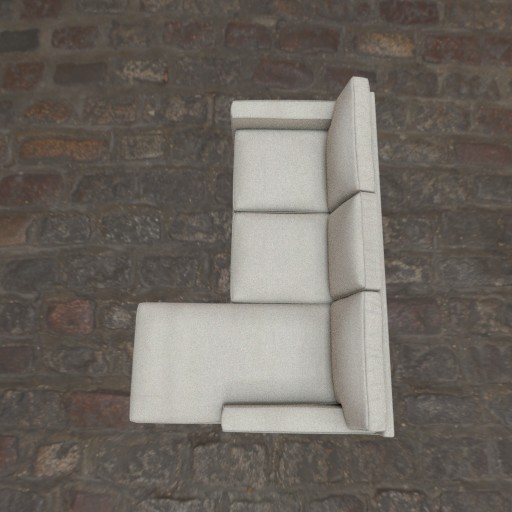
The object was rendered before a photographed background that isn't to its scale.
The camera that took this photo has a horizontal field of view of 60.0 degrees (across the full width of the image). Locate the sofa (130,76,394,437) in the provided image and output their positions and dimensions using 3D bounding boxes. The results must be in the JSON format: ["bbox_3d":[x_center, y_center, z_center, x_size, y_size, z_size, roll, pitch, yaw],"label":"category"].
[{"bbox_3d":[0.000,0.000,2.826,1.496,0.861,2.087,1,76,0],"label":"sofa"}]
